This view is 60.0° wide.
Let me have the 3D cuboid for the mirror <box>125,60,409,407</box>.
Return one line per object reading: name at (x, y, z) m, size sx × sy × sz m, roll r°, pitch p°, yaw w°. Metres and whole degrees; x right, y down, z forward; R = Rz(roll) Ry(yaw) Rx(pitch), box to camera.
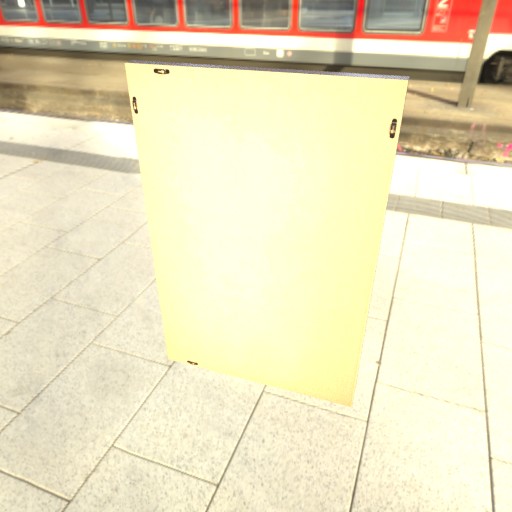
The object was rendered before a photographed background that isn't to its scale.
mirror at (0.000, 0.000, 1.162) m, size 0.609 × 0.915 × 0.041 m, roll 10°, pitch 34°, yaw 16°
